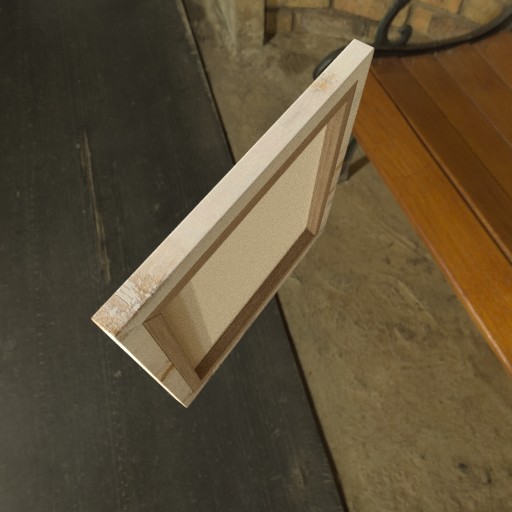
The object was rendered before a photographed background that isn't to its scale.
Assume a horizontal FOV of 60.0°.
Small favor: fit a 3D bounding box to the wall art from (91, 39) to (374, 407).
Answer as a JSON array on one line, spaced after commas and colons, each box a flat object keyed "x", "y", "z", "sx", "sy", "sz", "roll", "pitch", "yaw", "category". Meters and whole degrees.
[{"x": 0.000, "y": 0.000, "z": 0.906, "sx": 0.040, "sy": 0.613, "sz": 0.611, "roll": 34, "pitch": 68, "yaw": 15, "category": "wall art"}]
